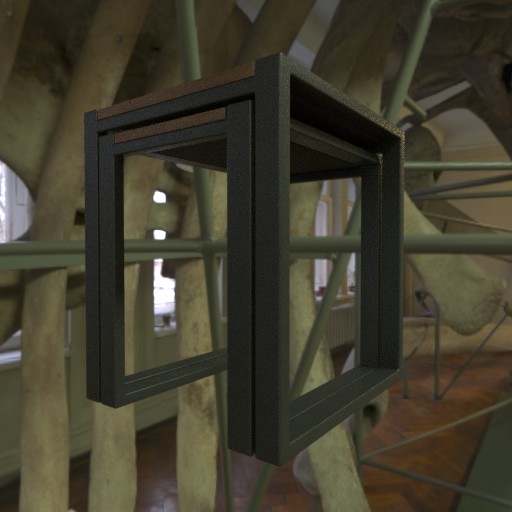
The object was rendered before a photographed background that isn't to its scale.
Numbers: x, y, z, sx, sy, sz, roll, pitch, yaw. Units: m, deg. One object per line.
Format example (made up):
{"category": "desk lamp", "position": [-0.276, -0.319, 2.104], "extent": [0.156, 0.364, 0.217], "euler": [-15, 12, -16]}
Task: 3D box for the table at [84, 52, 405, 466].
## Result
{"category": "table", "position": [0.000, 0.000, 0.918], "extent": [0.449, 0.550, 0.500], "euler": [1, 2, 36]}
